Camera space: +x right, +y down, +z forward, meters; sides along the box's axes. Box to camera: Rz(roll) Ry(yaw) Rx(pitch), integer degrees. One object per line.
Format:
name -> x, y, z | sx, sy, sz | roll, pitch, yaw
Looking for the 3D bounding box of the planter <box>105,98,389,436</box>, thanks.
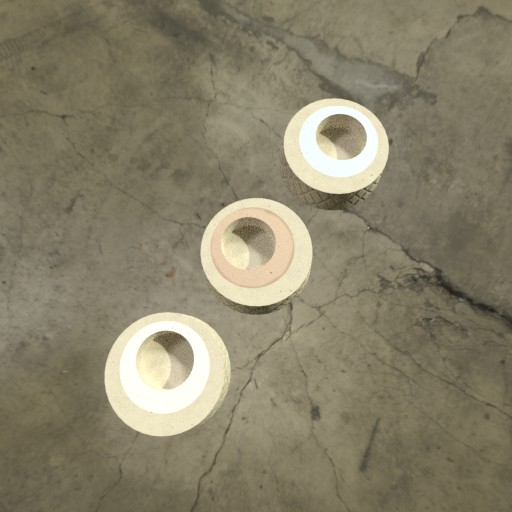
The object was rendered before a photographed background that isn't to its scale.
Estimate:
planter -> 0.000, 0.000, 0.440 | 0.114, 0.038, 0.390 | 35, 78, 8
